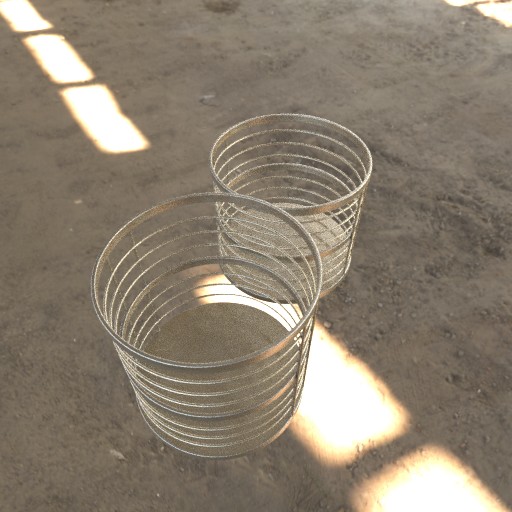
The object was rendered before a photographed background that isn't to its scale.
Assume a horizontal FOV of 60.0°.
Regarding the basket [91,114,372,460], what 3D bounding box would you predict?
[{"bbox_3d":[0.000,0.000,0.942,0.356,0.351,0.746,17,49,15],"label":"basket"}]
